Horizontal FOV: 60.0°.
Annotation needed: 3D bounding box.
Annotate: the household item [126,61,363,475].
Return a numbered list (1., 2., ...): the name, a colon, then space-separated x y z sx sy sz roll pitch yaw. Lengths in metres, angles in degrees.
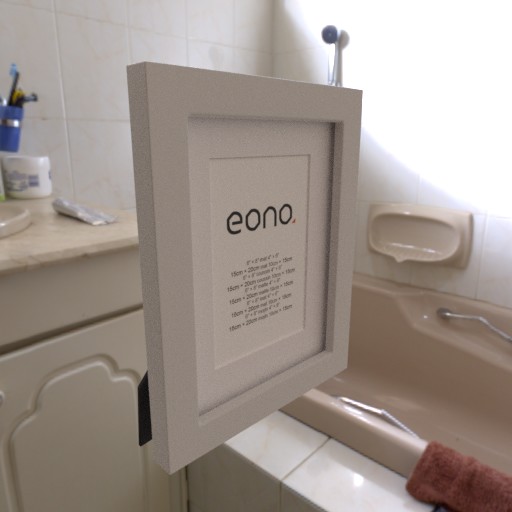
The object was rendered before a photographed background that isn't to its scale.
1. household item: 0.000 0.000 0.339 0.200 0.250 0.045 -14 20 -42
